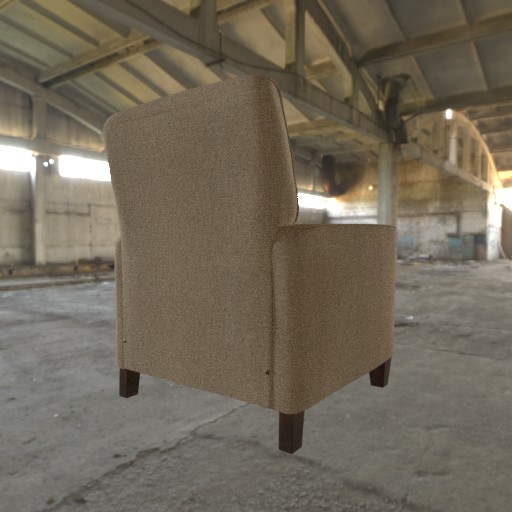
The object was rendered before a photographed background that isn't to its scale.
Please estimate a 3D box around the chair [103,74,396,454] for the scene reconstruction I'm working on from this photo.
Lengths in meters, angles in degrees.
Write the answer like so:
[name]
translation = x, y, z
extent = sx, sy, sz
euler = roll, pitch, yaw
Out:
[chair]
translation = 0.000, 0.000, 1.660
extent = 0.841, 1.028, 0.858
euler = 1, 2, 36
